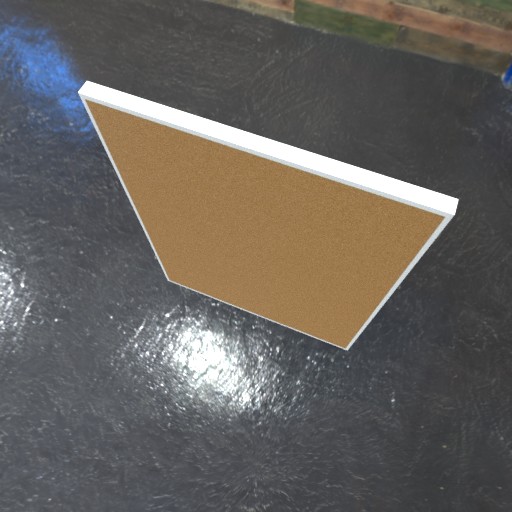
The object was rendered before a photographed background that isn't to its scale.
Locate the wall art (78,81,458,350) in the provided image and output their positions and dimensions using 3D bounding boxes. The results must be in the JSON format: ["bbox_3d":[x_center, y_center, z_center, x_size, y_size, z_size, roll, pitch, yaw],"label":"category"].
[{"bbox_3d":[0.000,0.000,1.351,0.795,1.050,0.039,20,66,9],"label":"wall art"}]
